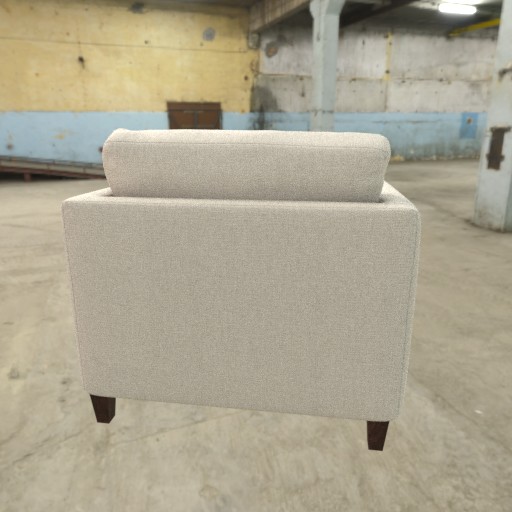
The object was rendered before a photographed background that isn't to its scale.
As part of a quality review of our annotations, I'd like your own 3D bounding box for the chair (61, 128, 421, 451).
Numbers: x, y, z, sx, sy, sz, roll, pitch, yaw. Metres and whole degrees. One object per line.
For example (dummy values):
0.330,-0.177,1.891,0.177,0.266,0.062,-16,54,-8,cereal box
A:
0.000,0.000,1.666,0.996,0.919,0.959,2,16,8,chair
